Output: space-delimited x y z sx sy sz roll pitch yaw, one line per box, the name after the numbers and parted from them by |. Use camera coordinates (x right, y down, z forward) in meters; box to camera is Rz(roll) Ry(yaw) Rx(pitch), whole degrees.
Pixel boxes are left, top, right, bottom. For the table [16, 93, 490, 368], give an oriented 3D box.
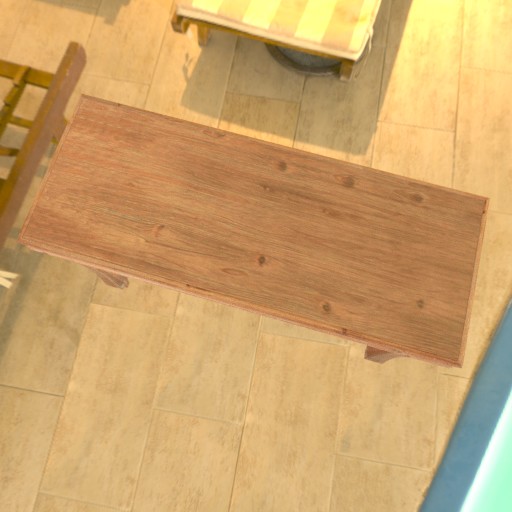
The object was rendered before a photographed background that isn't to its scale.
0.000 0.000 1.748 1.330 0.873 0.522 15 76 4 | table
